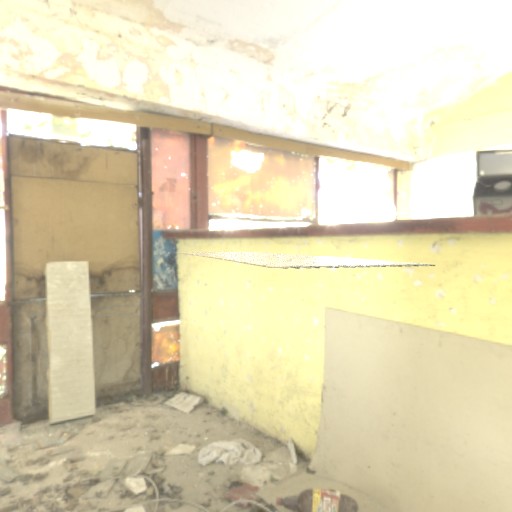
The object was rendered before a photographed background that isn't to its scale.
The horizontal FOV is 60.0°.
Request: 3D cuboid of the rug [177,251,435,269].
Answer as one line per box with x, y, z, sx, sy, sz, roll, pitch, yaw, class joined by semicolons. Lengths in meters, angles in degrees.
0.000;0.000;2.595;0.620;0.008;2.372;-1;2;-18;rug
